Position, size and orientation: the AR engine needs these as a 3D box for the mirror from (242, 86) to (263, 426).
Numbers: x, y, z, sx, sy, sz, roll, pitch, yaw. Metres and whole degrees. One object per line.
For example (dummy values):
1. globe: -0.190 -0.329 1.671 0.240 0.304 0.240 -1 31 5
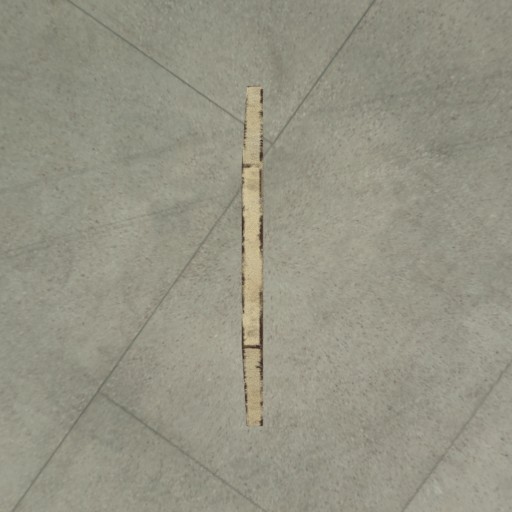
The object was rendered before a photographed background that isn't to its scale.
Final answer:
1. mirror: 0.000 0.000 0.976 0.031 0.648 0.648 0 90 1
